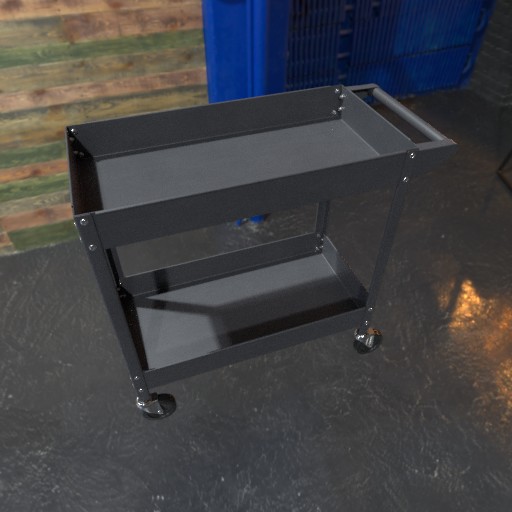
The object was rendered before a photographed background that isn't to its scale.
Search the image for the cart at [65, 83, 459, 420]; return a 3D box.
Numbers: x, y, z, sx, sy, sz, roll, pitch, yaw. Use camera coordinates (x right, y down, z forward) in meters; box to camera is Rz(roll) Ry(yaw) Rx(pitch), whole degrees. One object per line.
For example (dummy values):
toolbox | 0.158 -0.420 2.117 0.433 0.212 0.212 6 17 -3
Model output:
cart | 0.000 0.000 1.180 0.779 0.719 0.366 -14 45 -14
